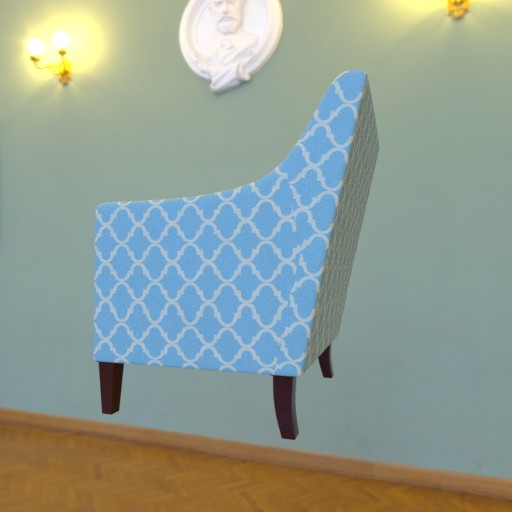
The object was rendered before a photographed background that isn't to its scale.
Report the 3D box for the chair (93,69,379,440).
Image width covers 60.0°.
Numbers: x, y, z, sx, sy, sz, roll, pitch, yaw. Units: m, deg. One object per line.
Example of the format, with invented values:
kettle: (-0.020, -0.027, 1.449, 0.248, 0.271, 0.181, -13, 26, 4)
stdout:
chair: (0.000, 0.000, 1.315, 0.686, 0.817, 0.617, 0, -1, 18)
